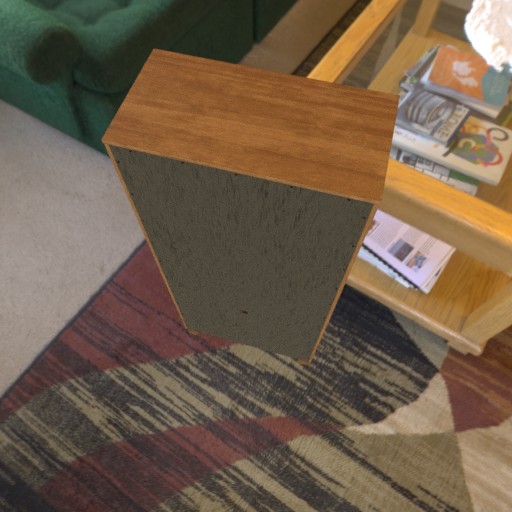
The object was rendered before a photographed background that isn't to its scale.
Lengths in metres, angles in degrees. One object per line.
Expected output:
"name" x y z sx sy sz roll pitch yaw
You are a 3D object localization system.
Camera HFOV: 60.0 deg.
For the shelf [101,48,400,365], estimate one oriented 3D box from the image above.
"shelf" 0.000 0.000 2.267 0.864 1.930 0.453 14 63 7
